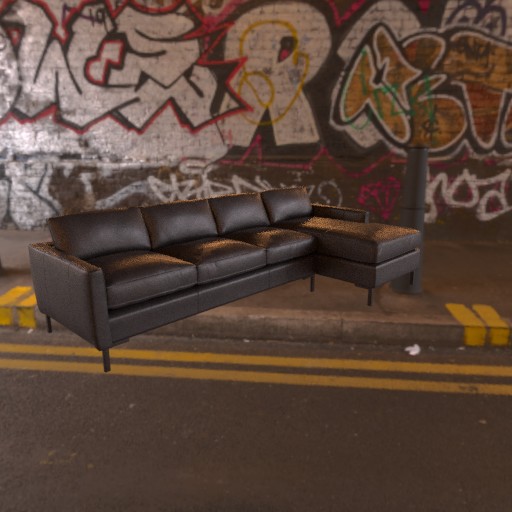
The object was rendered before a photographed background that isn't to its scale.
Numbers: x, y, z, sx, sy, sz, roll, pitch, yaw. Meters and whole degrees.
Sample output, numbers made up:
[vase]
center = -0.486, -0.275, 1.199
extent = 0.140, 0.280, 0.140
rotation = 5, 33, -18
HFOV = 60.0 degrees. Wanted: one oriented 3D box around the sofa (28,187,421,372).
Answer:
[sofa]
center = 0.000, 0.000, 3.603
extent = 1.471, 0.859, 2.993
rotation = 14, 20, 42
